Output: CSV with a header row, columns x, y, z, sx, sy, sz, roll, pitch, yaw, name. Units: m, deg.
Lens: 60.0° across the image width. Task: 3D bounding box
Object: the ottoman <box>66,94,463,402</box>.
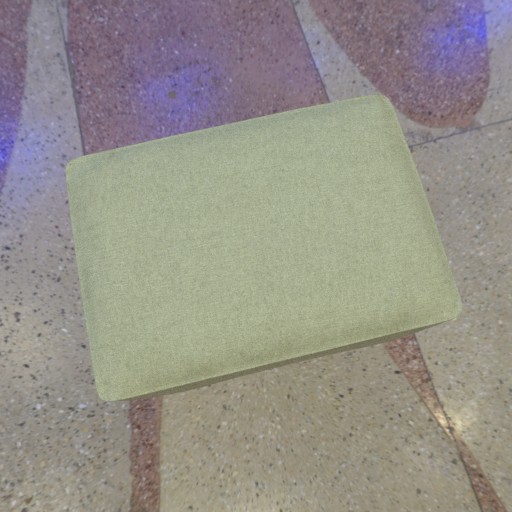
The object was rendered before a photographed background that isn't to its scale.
x,y,z,sx,sy,sz,roll,pitch,yaw,name
0.000,0.000,1.226,0.848,0.508,0.611,-13,76,-3,ottoman
